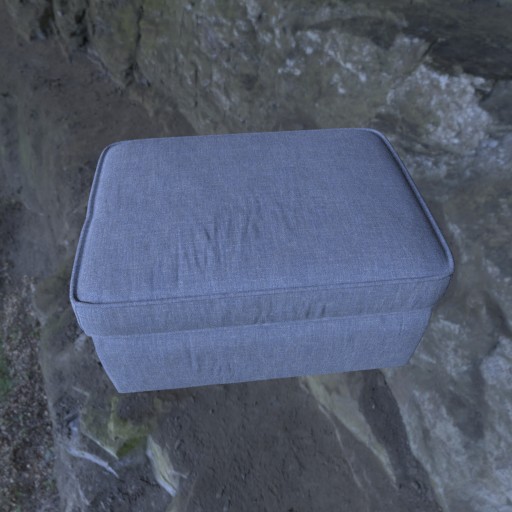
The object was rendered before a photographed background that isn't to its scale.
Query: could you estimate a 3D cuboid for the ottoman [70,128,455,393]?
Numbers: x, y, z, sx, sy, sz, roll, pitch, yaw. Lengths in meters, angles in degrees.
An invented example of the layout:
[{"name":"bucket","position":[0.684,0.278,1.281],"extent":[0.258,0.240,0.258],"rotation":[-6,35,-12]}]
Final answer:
[{"name":"ottoman","position":[0.000,0.000,1.137],"extent":[0.762,0.457,0.559],"rotation":[-4,47,-4]}]
